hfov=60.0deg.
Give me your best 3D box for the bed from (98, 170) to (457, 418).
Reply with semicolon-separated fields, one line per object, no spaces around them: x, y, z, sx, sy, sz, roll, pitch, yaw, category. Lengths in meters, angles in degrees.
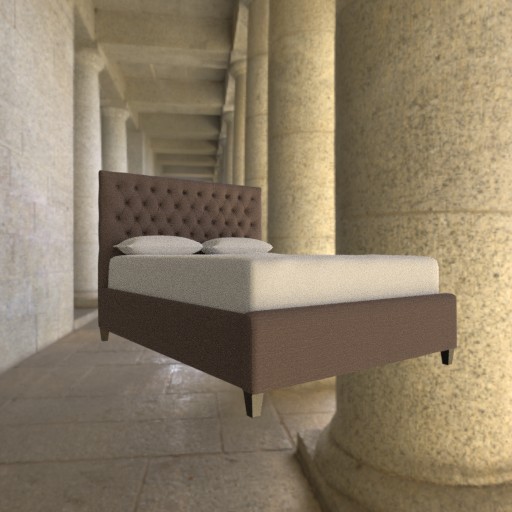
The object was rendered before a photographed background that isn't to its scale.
0.000;0.000;3.319;1.696;1.426;2.233;0;0;-36;bed
